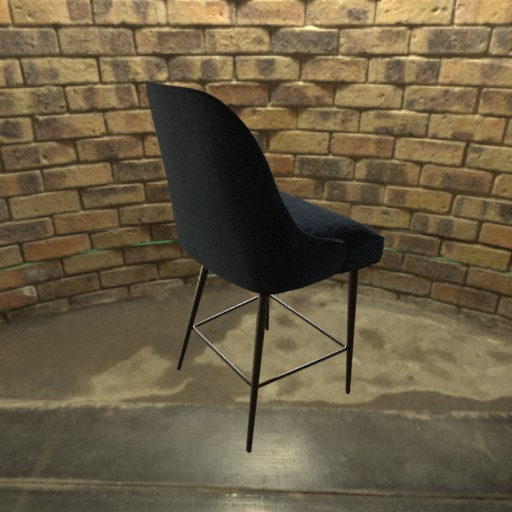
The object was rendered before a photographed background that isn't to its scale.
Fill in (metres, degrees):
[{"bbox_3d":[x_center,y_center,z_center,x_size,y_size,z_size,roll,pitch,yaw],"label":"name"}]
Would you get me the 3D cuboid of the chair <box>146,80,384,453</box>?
[{"bbox_3d":[0.000,0.000,1.241,0.489,0.927,0.526,-18,31,-32],"label":"chair"}]
